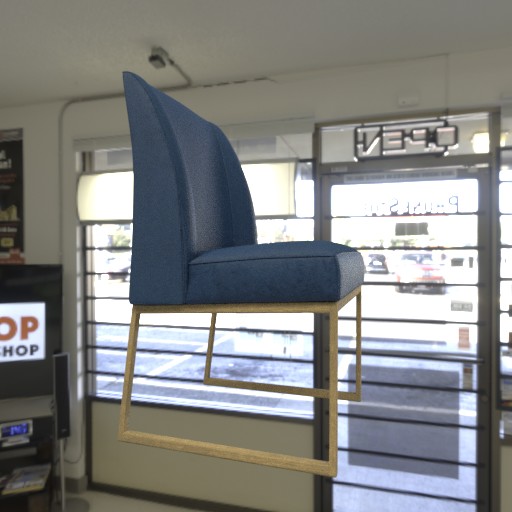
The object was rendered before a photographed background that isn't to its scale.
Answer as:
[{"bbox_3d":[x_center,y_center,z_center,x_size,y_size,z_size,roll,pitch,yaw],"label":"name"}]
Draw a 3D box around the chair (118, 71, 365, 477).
[{"bbox_3d":[0.000,0.000,1.168,0.522,0.863,0.508,0,1,19],"label":"chair"}]
